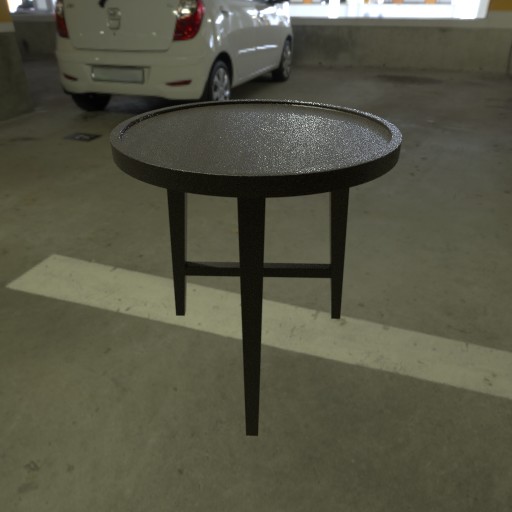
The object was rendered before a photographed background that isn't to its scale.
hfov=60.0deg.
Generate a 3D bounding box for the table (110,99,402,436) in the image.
[{"bbox_3d":[0.000,0.000,0.921,0.500,0.531,0.500,0,30,0],"label":"table"}]
